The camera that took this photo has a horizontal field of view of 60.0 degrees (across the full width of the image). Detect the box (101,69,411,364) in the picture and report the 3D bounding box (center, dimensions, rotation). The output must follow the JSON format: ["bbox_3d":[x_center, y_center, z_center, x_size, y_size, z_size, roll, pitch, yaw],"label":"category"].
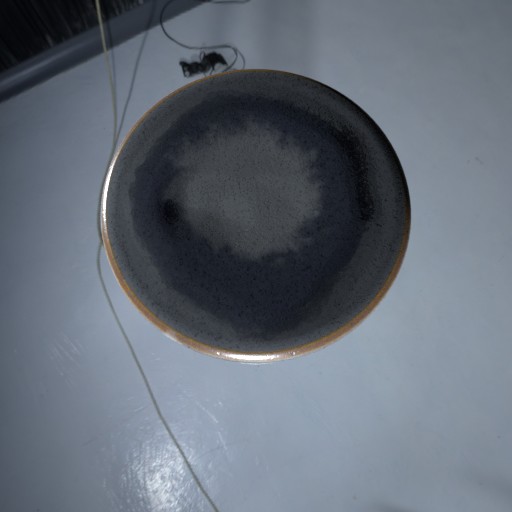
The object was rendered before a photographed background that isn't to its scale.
[{"bbox_3d":[0.000,0.000,0.246,0.118,0.168,0.118,0,76,0],"label":"box"}]
